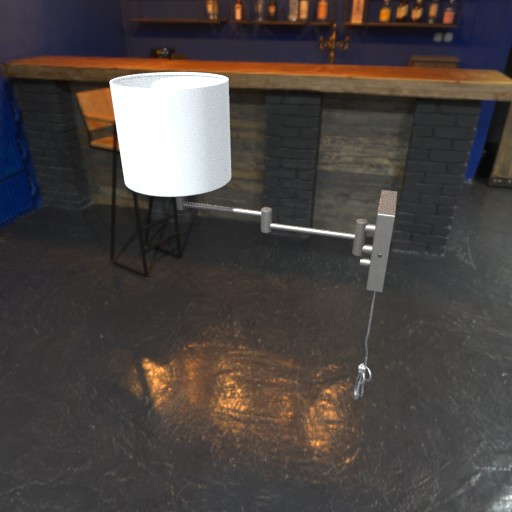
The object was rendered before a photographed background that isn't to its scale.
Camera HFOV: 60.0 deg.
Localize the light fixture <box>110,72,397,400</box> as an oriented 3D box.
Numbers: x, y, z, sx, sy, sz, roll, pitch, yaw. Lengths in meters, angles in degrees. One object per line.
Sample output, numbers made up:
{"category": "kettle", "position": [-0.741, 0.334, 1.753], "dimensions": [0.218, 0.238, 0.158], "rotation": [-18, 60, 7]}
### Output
{"category": "light fixture", "position": [0.000, 0.000, 0.890], "dimensions": [0.516, 0.651, 0.203], "rotation": [9, 30, 15]}
